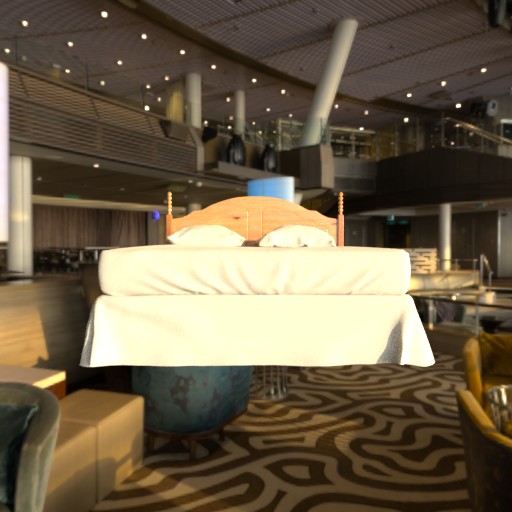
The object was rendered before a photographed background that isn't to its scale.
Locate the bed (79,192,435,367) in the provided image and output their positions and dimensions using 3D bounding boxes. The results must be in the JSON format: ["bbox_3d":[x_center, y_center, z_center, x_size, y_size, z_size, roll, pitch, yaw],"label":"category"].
[{"bbox_3d":[0.000,0.000,3.751,2.322,1.355,2.219,0,1,0],"label":"bed"}]
